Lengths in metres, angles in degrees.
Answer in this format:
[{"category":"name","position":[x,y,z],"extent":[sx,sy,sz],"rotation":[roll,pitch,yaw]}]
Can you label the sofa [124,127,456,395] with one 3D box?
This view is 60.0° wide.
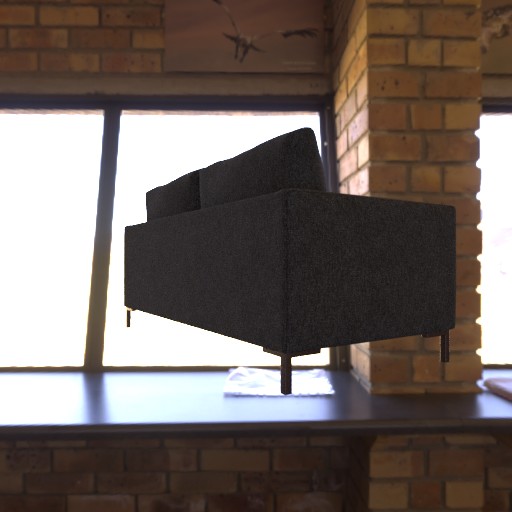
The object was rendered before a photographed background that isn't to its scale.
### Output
[{"category":"sofa","position":[0.000,0.000,2.253],"extent":[0.866,0.862,1.716],"rotation":[0,-1,-33]}]
